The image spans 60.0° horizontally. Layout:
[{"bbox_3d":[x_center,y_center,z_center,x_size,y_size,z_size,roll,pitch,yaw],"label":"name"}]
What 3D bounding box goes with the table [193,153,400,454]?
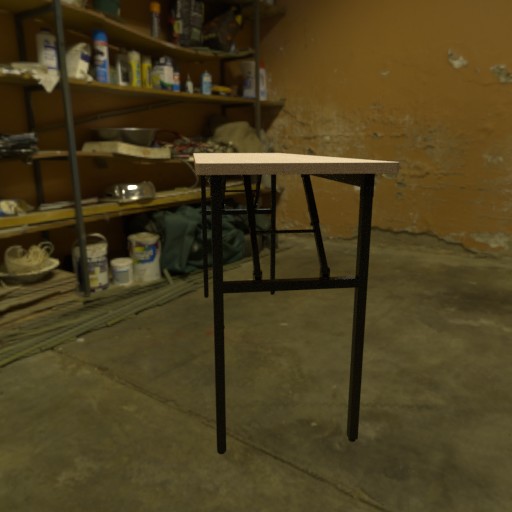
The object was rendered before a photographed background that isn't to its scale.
[{"bbox_3d":[0.000,0.000,1.702,0.447,0.750,1.397,-2,14,-8],"label":"table"}]
